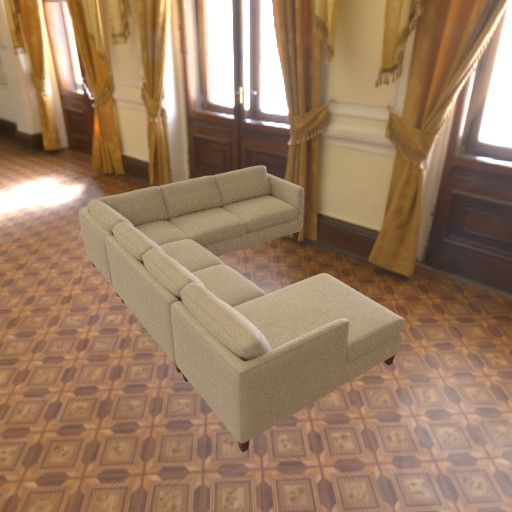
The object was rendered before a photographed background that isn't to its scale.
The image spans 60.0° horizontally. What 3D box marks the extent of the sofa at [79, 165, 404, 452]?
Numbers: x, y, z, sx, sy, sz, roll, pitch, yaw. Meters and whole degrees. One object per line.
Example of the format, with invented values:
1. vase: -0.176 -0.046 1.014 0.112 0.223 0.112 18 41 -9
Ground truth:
1. sofa: 0.000 0.000 4.461 2.551 0.853 3.238 -18 32 -31
